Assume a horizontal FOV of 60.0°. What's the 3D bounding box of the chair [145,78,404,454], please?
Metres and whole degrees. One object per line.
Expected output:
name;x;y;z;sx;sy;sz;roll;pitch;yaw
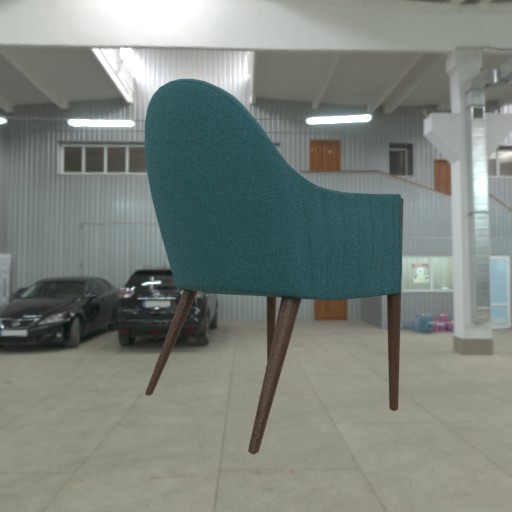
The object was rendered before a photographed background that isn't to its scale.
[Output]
chair;0.000;0.000;1.370;0.652;0.907;0.656;1;-2;-37
